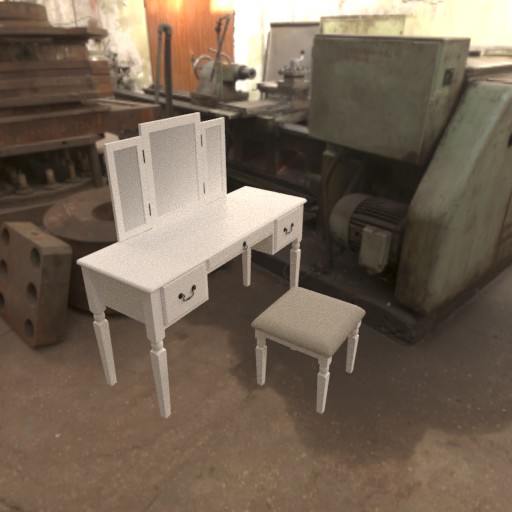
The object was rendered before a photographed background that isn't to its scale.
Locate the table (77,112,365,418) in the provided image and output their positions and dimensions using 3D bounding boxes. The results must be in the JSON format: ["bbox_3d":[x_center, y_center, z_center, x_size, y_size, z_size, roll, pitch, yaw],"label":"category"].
[{"bbox_3d":[0.000,0.000,2.337,1.115,1.310,1.369,17,31,30],"label":"table"}]
